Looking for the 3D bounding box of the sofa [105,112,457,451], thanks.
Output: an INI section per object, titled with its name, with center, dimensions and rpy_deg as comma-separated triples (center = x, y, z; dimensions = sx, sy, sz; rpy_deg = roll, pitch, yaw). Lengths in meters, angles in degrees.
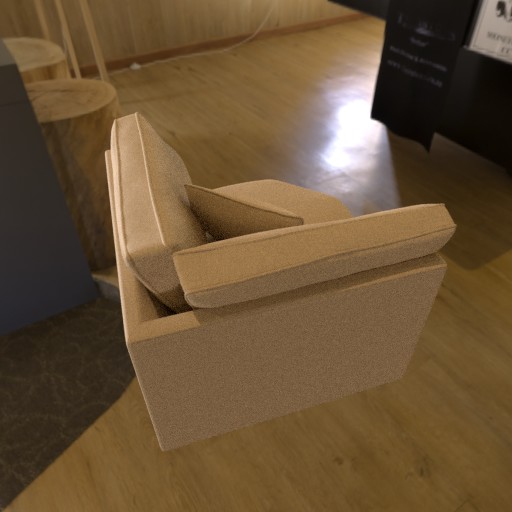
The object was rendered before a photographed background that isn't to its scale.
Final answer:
[sofa]
center = 0.000, 0.000, 1.855
dimensions = 1.050, 0.937, 1.042
rpy_deg = -12, 44, -12
